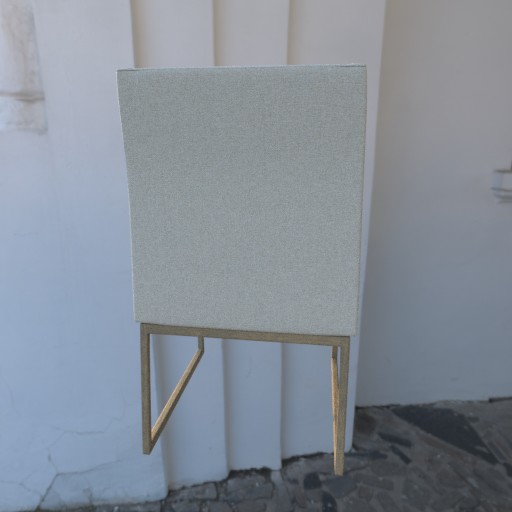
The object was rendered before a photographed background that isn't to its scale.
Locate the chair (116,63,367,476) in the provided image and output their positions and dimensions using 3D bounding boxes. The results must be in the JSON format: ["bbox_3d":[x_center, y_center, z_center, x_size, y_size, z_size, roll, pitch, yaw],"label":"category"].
[{"bbox_3d":[0.000,0.000,1.160,0.508,0.863,0.522,2,16,8],"label":"chair"}]
